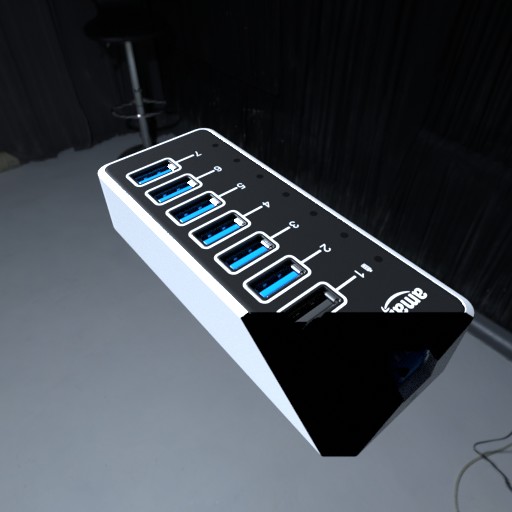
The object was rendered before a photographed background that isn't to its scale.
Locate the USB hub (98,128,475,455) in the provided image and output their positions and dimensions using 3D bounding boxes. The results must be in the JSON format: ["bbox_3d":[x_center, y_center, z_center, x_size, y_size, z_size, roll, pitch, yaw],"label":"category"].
[{"bbox_3d":[0.000,0.000,0.129,0.044,0.023,0.110,-30,52,-27],"label":"USB hub"}]
